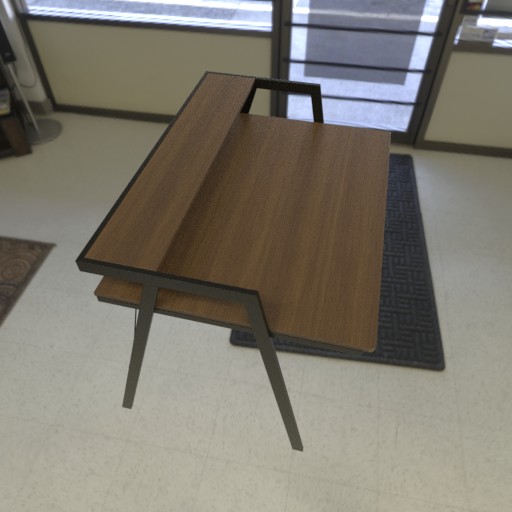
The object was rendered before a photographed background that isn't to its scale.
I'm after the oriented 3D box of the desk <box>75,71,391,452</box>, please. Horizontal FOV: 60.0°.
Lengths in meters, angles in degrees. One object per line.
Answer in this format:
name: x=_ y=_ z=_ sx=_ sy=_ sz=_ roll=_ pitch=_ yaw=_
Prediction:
desk: x=0.000 y=0.000 z=1.880 sx=0.936 sy=0.998 sz=1.143 roll=10 pitch=49 yaw=9
